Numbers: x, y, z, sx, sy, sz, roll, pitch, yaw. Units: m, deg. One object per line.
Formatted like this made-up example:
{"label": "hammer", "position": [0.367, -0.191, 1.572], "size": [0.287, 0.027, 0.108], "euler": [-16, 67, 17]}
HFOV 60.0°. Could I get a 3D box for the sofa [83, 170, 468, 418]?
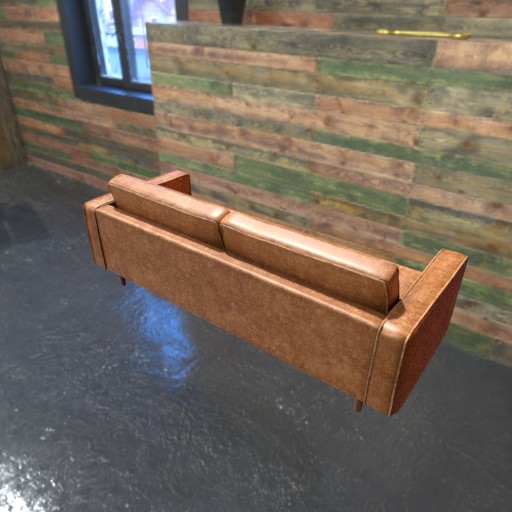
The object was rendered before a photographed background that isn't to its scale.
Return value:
{"label": "sofa", "position": [0.000, 0.000, 2.685], "size": [2.199, 0.779, 0.886], "euler": [21, 36, 32]}
